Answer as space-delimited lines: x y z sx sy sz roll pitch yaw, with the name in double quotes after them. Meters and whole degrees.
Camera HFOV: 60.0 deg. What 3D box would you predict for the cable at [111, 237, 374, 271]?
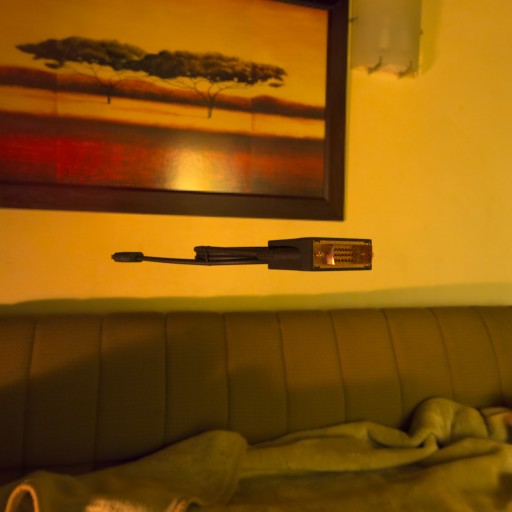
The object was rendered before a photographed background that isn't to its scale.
0.000 0.000 0.337 0.136 0.015 0.281 0 0 -35 "cable"
